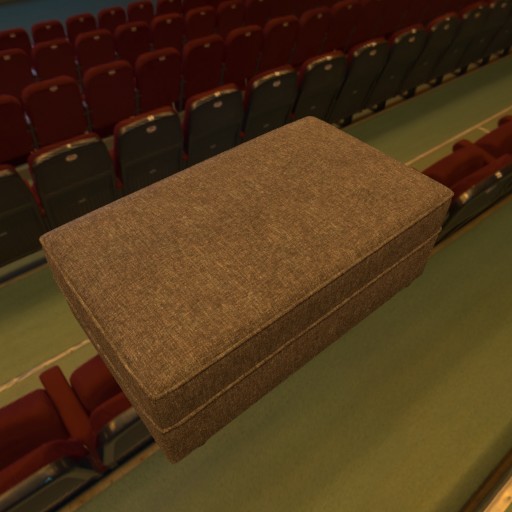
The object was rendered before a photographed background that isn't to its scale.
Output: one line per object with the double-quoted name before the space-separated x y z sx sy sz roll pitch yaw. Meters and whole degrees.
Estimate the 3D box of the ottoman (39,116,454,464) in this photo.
"ottoman" 0.000 0.000 1.543 1.184 0.487 0.717 -30 53 -26
